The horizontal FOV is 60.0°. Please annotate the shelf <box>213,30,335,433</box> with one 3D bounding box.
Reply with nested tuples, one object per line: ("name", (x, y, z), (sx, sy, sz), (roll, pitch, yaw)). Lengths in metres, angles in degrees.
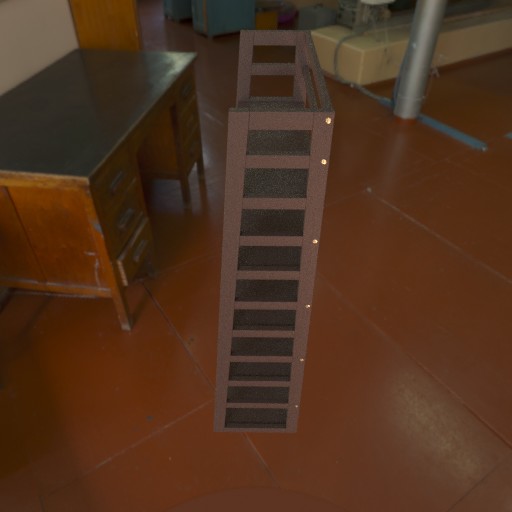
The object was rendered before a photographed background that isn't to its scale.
("shelf", (0.000, 0.000, 1.910), (0.403, 1.600, 0.763), (0, 41, 1))
